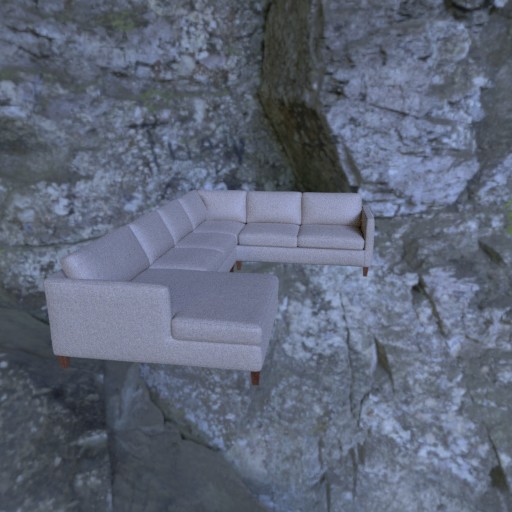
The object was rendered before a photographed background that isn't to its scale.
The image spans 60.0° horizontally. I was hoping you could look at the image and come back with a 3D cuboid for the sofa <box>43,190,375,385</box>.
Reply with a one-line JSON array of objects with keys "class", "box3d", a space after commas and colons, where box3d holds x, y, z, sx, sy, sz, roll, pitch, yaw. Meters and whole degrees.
[{"class": "sofa", "box3d": [0.000, 0.000, 4.561, 2.551, 0.889, 3.403, 3, 17, 8]}]
